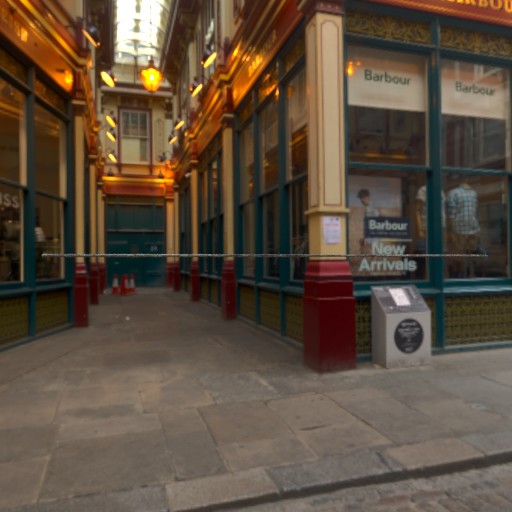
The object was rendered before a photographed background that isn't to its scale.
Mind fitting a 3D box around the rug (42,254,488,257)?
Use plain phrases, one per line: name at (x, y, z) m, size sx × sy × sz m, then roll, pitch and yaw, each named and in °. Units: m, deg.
rug at (0.000, 0.000, 4.713) m, size 3.824 × 0.019 × 2.393 m, roll 0°, pitch 0°, yaw -18°
